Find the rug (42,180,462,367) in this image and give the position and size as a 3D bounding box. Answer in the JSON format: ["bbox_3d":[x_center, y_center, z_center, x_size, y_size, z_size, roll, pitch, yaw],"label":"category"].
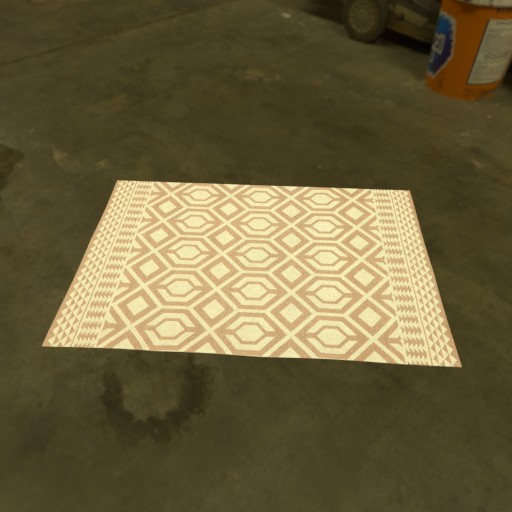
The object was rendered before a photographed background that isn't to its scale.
[{"bbox_3d":[0.000,0.000,2.349,1.829,0.008,1.219,2,46,2],"label":"rug"}]
